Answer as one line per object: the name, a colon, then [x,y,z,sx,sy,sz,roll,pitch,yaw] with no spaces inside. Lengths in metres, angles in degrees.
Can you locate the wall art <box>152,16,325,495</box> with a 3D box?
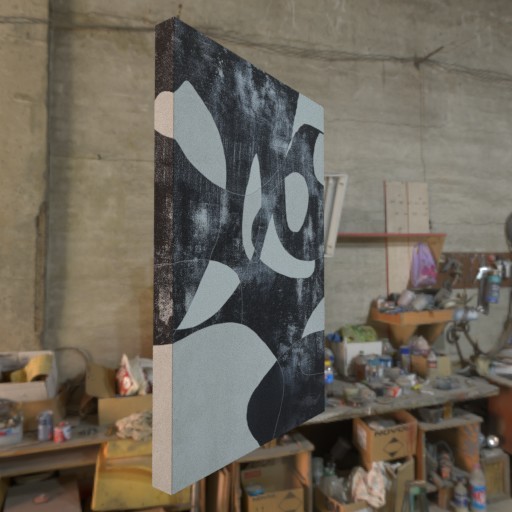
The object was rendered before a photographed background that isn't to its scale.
wall art: [0.000,0.000,0.738,0.039,0.610,0.407,-1,-2,37]
